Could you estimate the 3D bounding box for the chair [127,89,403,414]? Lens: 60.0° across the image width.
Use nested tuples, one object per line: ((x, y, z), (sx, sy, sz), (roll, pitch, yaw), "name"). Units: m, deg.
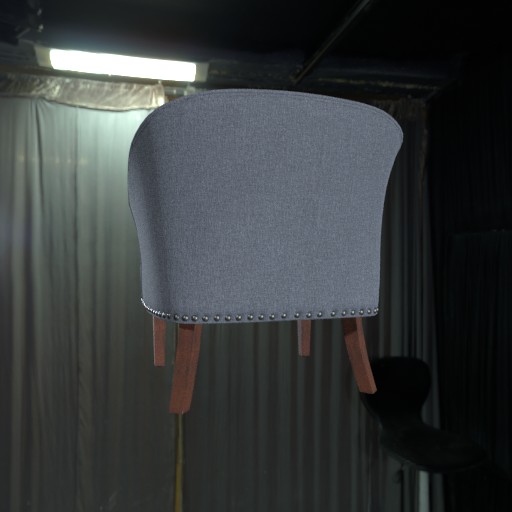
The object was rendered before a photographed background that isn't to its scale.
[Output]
((0.000, 0.000, 1.429), (0.798, 0.815, 0.704), (0, 0, -17), "chair")
